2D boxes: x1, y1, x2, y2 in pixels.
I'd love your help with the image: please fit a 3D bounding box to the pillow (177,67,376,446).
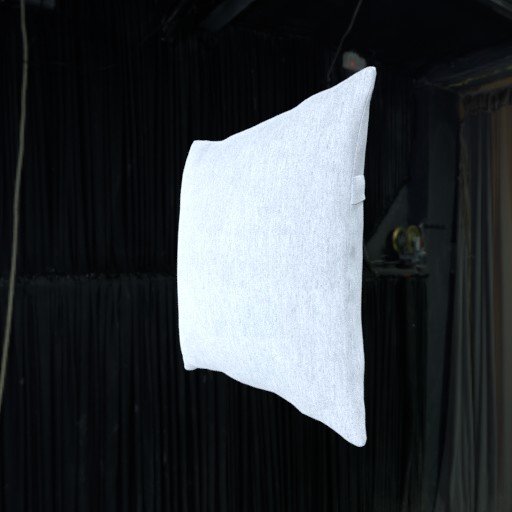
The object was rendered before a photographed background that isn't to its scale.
[{"bbox_3d":[0.000,0.000,0.675,0.173,0.436,0.433,0,1,-36],"label":"pillow"}]
